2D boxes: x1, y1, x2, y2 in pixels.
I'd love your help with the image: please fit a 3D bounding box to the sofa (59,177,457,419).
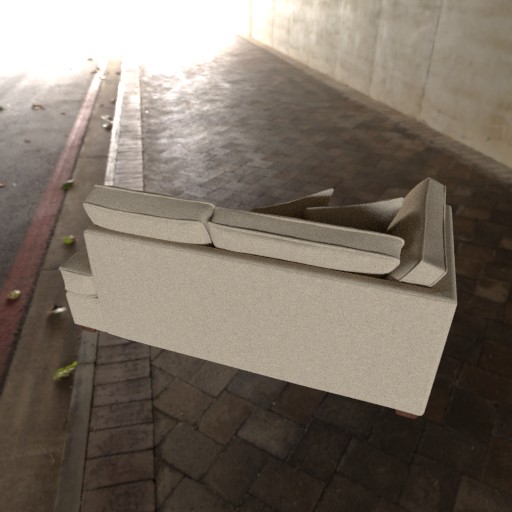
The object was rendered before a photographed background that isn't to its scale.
[{"bbox_3d":[0.000,0.000,2.829,2.237,1.033,1.110,11,34,16],"label":"sofa"}]
